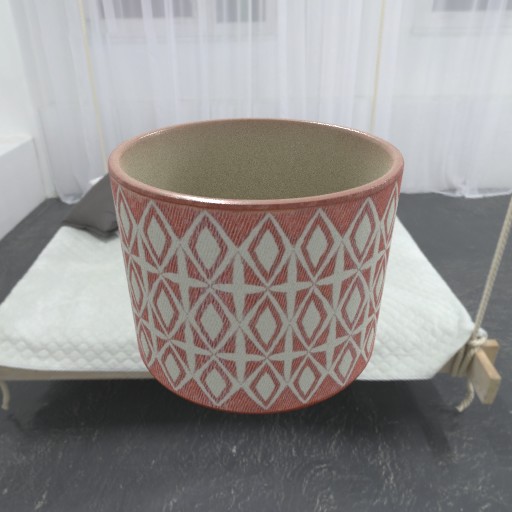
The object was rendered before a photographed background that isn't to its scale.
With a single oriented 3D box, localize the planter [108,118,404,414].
[{"bbox_3d":[0.000,0.000,0.482,0.273,0.237,0.273,0,29,0],"label":"planter"}]
